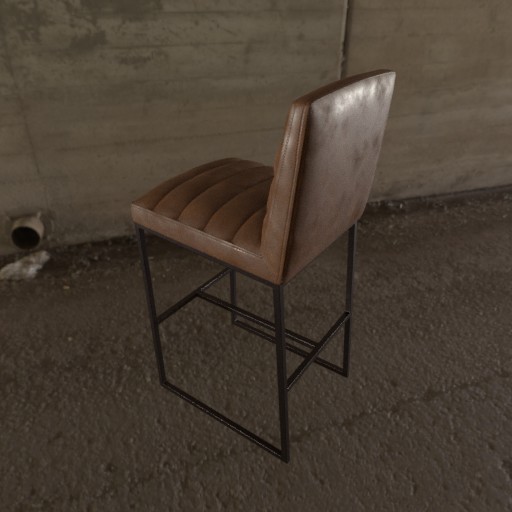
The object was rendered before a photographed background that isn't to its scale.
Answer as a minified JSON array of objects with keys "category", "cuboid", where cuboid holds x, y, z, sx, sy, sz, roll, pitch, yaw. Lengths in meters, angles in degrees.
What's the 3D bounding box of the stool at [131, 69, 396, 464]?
[{"category":"stool","cuboid":[0.000,0.000,1.344,0.562,1.065,0.463,20,37,29]}]
